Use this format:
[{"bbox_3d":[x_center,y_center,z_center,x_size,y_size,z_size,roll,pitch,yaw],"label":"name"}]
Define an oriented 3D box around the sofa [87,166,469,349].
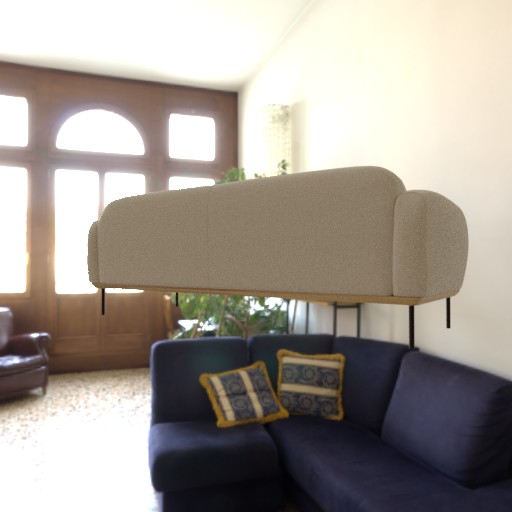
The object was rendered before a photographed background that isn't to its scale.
[{"bbox_3d":[0.000,0.000,2.661,2.257,0.780,0.880,-1,-1,35],"label":"sofa"}]
